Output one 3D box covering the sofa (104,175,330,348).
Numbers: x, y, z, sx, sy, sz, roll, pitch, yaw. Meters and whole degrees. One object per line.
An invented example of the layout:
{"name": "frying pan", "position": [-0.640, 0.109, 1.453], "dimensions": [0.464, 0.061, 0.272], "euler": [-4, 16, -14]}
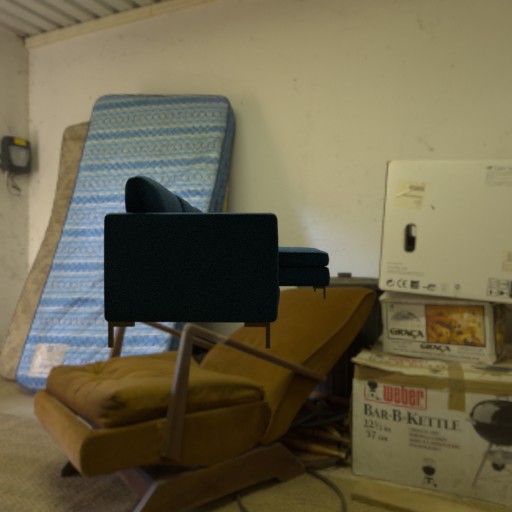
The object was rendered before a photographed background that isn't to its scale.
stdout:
{"name": "sofa", "position": [0.000, 0.000, 3.430], "dimensions": [1.350, 0.810, 2.932], "euler": [0, 1, 1]}
